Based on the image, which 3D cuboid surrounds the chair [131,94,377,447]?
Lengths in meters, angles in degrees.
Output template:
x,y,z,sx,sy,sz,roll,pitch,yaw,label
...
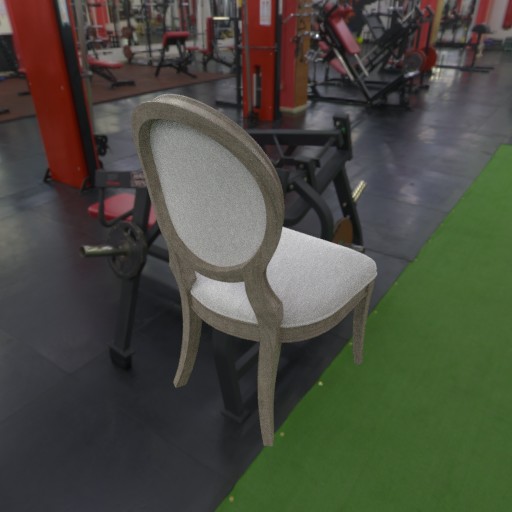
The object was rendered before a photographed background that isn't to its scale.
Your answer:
x,y,z,sx,sy,sz,roll,pitch,yaw,label
0.000,0.000,1.324,0.558,0.990,0.602,21,36,32,chair
